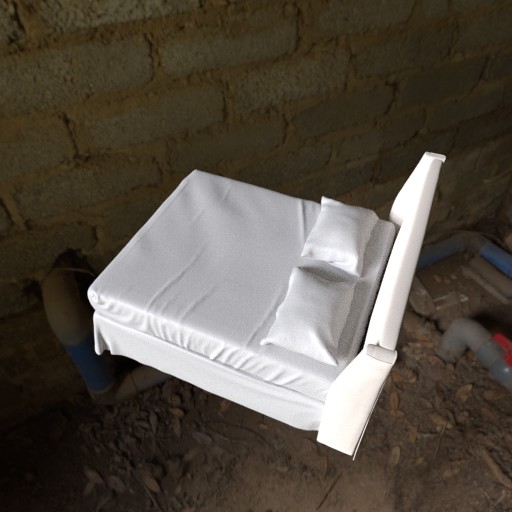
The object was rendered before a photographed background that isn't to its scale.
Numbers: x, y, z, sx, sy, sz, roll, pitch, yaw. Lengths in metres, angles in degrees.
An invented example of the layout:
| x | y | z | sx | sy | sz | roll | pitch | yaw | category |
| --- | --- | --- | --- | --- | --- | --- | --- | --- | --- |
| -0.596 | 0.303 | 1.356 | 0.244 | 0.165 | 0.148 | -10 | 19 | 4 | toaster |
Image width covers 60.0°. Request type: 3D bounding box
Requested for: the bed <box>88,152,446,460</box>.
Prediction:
| x | y | z | sx | sy | sz | roll | pitch | yaw | category |
| --- | --- | --- | --- | --- | --- | --- | --- | --- | --- |
| 0.000 | 0.000 | 3.466 | 2.276 | 1.332 | 1.925 | 18 | 49 | 16 | bed |
